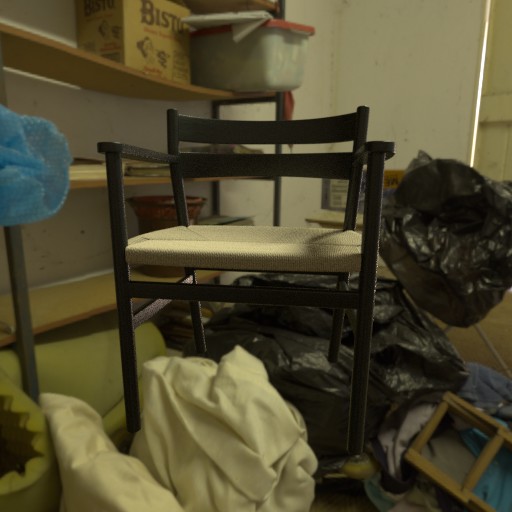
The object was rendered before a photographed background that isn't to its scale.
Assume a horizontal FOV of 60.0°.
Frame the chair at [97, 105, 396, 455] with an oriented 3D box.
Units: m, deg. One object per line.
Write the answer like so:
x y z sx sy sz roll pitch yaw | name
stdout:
0.000 0.000 1.169 0.630 0.775 0.508 2 13 9 | chair
